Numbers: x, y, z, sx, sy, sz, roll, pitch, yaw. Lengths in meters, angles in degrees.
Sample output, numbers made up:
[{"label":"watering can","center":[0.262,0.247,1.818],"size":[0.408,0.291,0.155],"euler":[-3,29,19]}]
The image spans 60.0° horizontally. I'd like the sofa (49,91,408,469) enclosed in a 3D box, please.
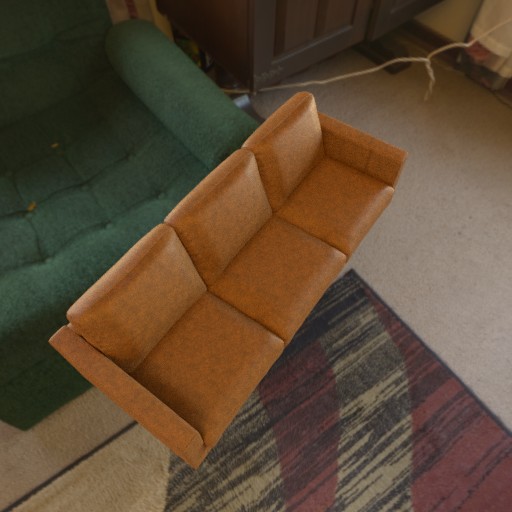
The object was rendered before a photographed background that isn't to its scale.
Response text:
[{"label":"sofa","center":[0.000,0.000,2.695],"size":[0.903,0.930,2.231],"euler":[31,62,19]}]
